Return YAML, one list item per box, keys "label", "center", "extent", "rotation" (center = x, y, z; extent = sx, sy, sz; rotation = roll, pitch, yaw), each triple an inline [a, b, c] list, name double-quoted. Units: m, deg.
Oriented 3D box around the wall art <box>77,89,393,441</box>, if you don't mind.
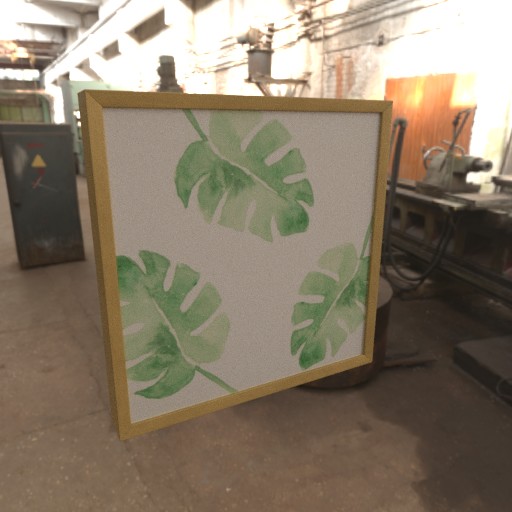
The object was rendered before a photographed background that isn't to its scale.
- label: "wall art"
  center: [0.000, 0.000, 0.451]
  extent: [0.305, 0.305, 0.038]
  rotation: [-9, 18, -27]
